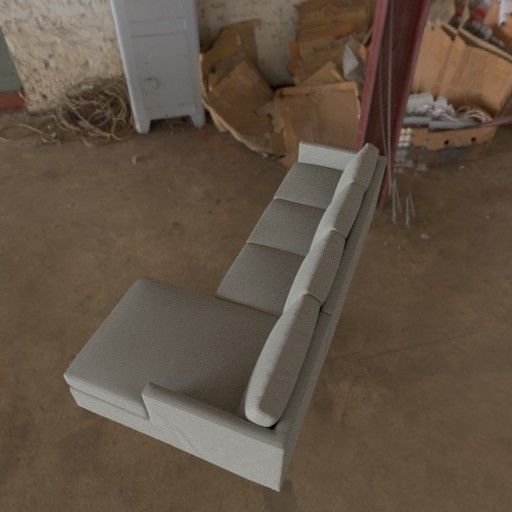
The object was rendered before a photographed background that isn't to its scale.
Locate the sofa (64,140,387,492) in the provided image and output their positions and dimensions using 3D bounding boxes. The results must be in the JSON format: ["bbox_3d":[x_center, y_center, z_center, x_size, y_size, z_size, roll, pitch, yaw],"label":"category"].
[{"bbox_3d":[0.000,0.000,3.848,1.622,0.867,3.177,16,47,15],"label":"sofa"}]
